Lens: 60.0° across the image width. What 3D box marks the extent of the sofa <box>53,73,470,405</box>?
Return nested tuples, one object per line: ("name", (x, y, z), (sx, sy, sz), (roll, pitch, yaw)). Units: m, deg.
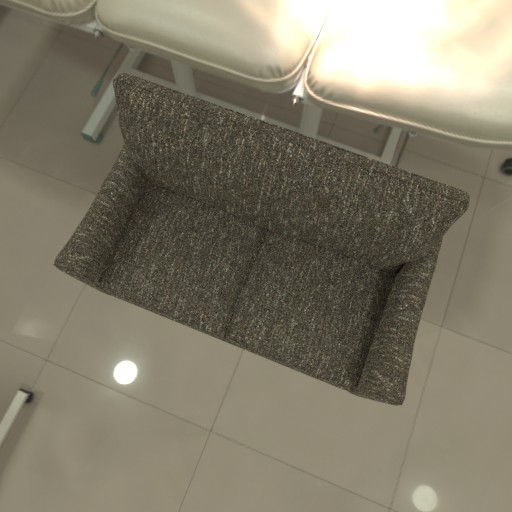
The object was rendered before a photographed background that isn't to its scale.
("sofa", (0.000, 0.000, 2.013), (1.519, 0.946, 0.801), (21, 75, 6))
